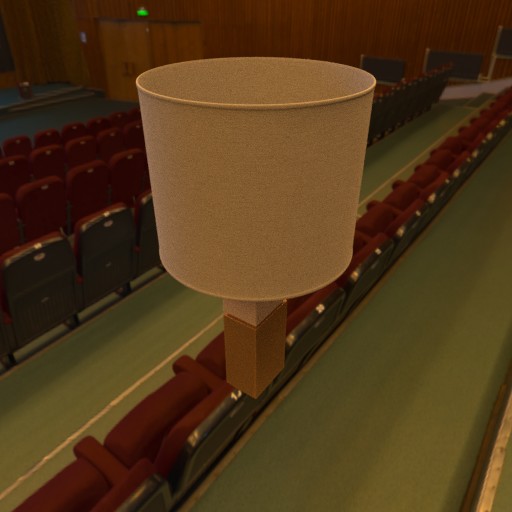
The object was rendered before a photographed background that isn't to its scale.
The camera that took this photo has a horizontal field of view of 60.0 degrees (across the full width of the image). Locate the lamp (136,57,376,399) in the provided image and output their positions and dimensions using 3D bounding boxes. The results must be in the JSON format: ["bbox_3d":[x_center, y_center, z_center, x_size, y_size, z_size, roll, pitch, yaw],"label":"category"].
[{"bbox_3d":[0.000,0.000,0.545,0.229,0.417,0.229,21,38,29],"label":"lamp"}]
